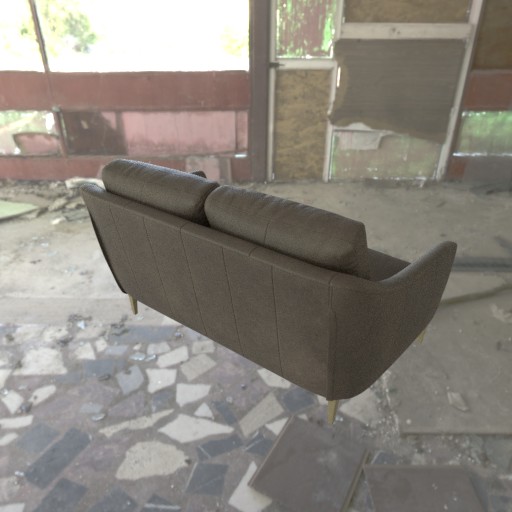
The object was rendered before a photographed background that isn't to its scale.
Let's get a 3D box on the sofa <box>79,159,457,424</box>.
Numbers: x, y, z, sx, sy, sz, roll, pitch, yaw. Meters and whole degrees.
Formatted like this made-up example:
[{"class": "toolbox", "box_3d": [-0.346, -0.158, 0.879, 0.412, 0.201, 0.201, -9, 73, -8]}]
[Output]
[{"class": "sofa", "box_3d": [0.000, 0.000, 2.179, 1.619, 0.902, 0.960, 20, 36, 31]}]
